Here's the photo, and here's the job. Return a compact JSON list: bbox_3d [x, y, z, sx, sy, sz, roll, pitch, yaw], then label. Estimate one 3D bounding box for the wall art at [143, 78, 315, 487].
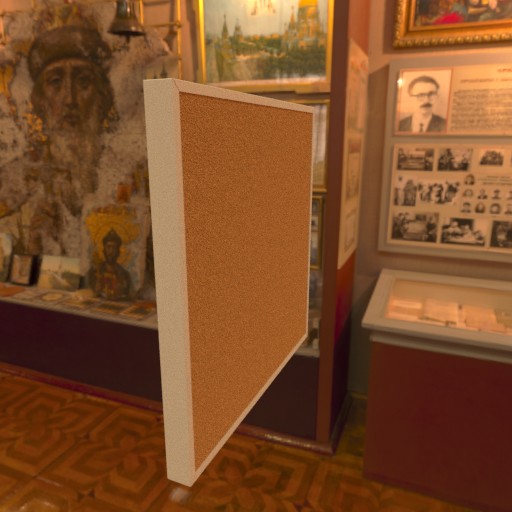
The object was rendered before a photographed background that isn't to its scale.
[{"bbox_3d":[0.000,0.000,0.754,0.037,0.508,0.508,7,16,23],"label":"wall art"}]
